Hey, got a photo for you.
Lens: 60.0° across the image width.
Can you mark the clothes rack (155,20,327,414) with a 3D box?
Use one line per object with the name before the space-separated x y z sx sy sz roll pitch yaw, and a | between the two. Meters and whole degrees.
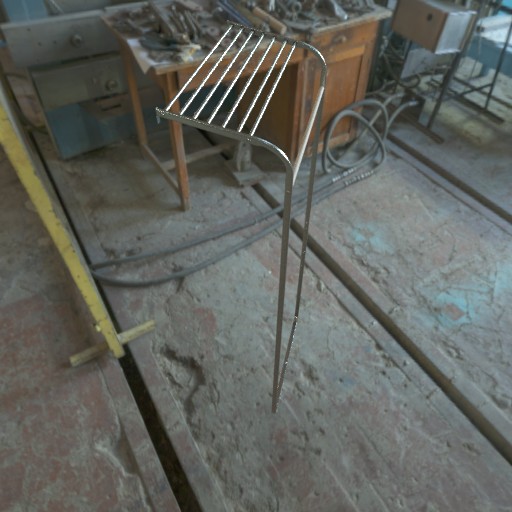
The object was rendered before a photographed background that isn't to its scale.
clothes rack | 0.000 0.000 1.815 0.349 1.574 0.609 11 48 10
